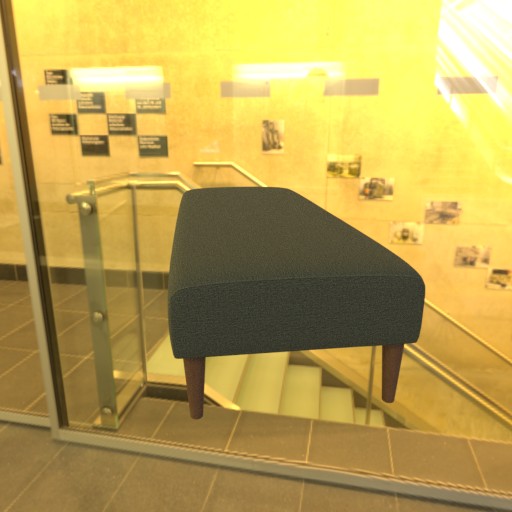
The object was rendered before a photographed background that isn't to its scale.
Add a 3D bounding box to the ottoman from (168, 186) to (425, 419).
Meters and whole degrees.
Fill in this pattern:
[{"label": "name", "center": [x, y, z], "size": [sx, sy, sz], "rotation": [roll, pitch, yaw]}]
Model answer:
[{"label": "ottoman", "center": [0.000, 0.000, 1.822], "size": [0.646, 0.393, 1.609], "rotation": [-2, 16, -7]}]
